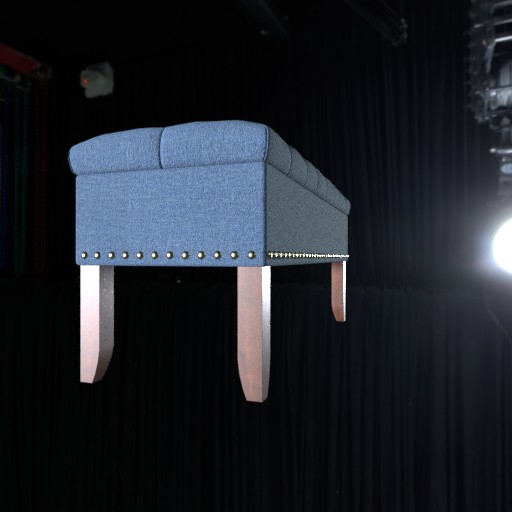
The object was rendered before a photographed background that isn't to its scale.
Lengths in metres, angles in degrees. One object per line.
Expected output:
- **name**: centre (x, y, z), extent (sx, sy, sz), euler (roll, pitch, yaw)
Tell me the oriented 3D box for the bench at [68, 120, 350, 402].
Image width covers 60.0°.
- **bench**: centre (0.000, 0.000, 1.281), extent (0.417, 0.492, 1.052), euler (0, 0, 19)
